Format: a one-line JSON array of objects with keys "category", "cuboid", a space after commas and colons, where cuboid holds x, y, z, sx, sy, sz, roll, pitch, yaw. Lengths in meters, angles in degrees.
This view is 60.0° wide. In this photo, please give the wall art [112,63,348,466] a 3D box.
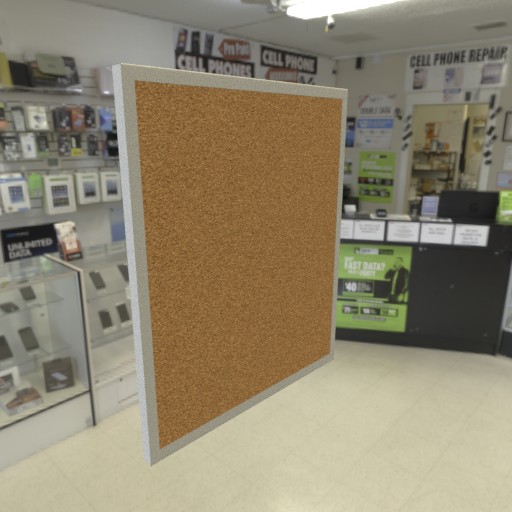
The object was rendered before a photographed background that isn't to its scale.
[{"category": "wall art", "cuboid": [0.000, 0.000, 0.721, 0.444, 0.536, 0.020, -15, 21, -43]}]
